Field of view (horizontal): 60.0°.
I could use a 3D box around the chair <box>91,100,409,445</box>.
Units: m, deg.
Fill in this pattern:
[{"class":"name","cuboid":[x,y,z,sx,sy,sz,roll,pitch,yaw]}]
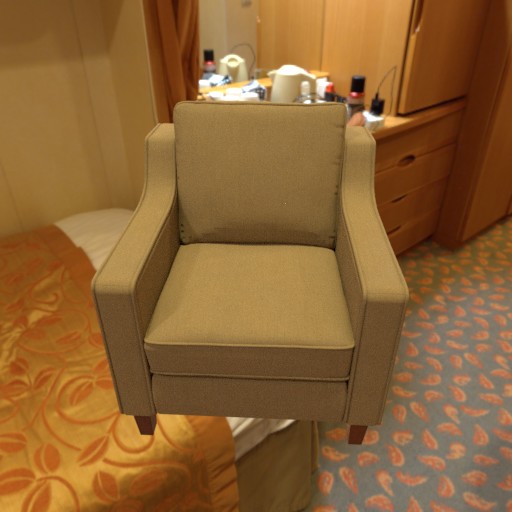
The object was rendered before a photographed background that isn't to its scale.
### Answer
[{"class":"chair","cuboid":[0.000,0.000,1.591,0.831,0.960,0.909,2,32,2]}]
